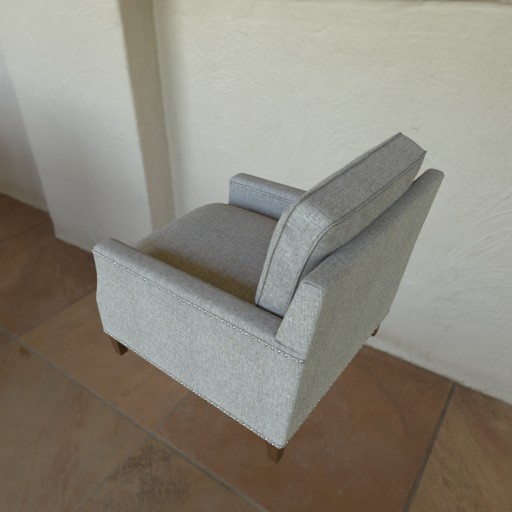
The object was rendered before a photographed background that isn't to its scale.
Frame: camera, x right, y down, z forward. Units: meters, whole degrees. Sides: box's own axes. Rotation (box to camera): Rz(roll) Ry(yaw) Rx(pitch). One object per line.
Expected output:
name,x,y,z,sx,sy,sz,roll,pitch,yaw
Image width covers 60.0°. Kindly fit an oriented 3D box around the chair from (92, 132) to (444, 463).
chair,0.000,0.000,1.693,1.014,0.943,0.853,23,39,30
